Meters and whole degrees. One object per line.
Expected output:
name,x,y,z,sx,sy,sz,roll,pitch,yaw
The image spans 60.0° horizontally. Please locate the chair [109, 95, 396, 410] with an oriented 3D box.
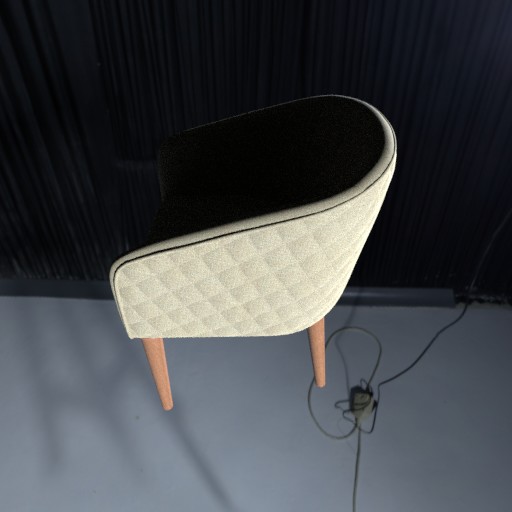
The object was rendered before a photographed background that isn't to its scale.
chair,0.000,0.000,1.238,0.616,0.775,0.584,1,40,1
